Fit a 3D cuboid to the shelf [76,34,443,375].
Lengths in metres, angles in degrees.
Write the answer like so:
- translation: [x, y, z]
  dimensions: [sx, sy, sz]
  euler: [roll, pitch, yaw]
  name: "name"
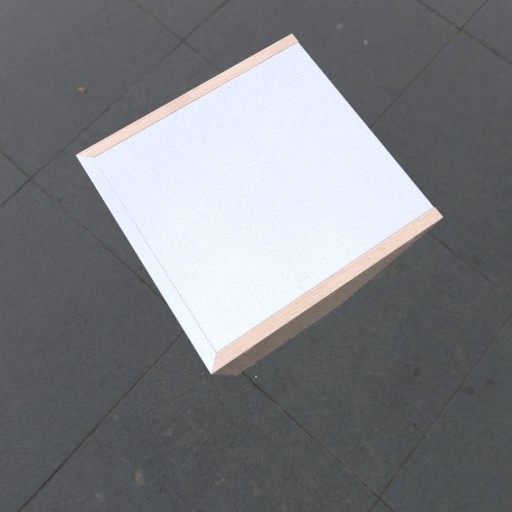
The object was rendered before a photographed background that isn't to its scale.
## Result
- translation: [0.000, 0.000, 0.776]
  dimensions: [0.297, 0.594, 0.290]
  euler: [-33, 77, -8]
  name: "shelf"
